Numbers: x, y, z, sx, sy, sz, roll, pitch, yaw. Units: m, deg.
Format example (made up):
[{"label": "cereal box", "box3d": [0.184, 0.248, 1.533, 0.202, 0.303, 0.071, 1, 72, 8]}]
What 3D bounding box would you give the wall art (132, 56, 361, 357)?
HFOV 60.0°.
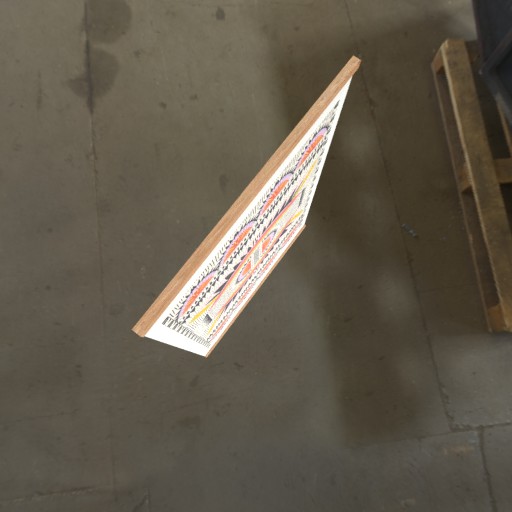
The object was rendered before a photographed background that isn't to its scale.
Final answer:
[{"label": "wall art", "box3d": [0.000, 0.000, 1.944, 0.028, 1.533, 0.999, 36, 78, 9]}]
